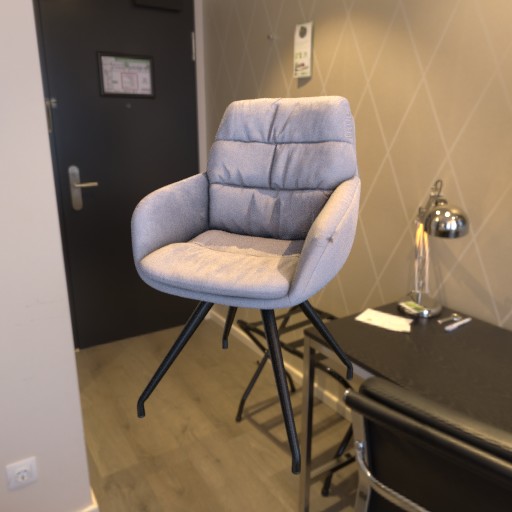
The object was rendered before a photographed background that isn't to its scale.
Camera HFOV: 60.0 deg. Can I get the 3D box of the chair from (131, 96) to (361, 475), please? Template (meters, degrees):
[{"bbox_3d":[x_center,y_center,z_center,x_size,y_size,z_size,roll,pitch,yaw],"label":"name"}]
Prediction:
[{"bbox_3d":[0.000,0.000,1.269,0.579,0.888,0.569,8,17,26],"label":"chair"}]
